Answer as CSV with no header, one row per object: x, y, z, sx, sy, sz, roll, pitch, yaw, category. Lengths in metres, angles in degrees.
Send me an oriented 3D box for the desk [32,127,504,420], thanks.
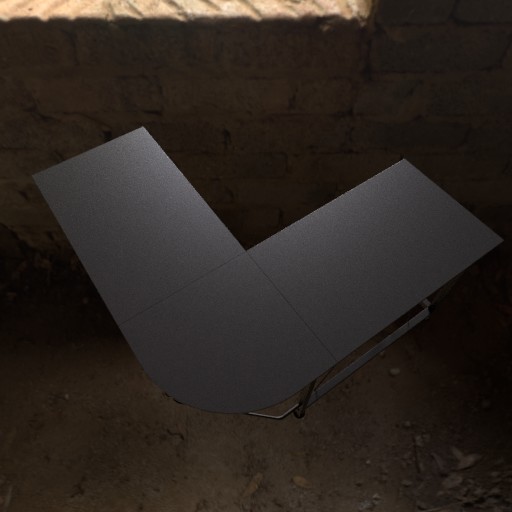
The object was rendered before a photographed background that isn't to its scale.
0.000,0.000,2.153,1.400,0.762,1.400,-31,62,-18,desk
